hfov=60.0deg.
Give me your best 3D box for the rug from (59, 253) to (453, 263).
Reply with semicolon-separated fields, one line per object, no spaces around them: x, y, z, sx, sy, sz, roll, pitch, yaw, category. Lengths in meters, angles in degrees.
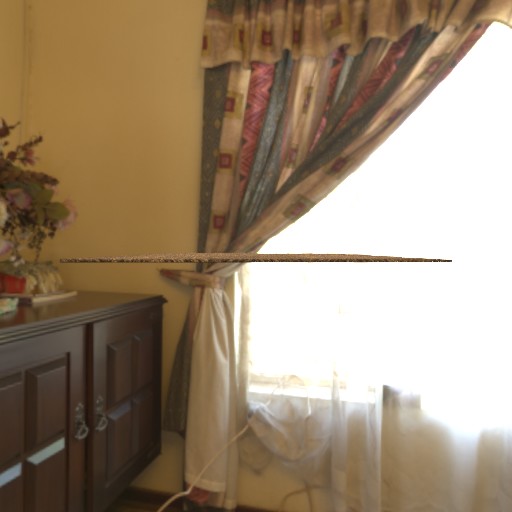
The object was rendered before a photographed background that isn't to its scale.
0.000;0.000;2.225;1.189;0.011;1.808;0;1;0;rug
